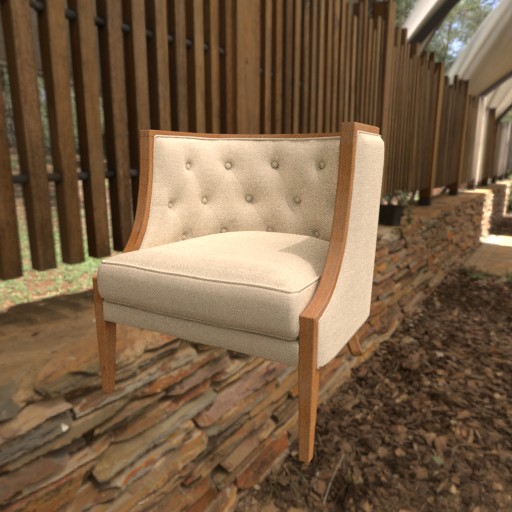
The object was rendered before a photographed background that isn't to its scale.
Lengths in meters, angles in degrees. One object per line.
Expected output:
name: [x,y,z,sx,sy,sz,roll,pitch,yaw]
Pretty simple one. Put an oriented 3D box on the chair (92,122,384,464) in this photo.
chair: [0.000,0.000,1.405,0.711,0.775,0.757,7,14,28]
